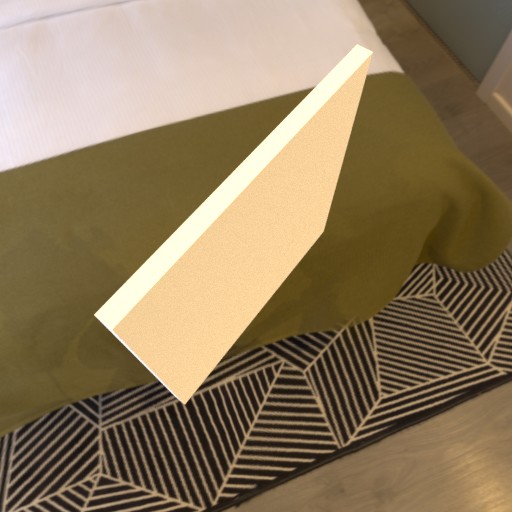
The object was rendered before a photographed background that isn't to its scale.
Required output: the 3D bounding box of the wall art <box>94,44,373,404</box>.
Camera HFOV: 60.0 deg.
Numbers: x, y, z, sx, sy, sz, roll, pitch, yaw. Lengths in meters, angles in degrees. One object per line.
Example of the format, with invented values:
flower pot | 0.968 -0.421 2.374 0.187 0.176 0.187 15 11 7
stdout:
wall art | 0.000 0.000 0.841 0.028 0.559 0.559 34 68 16
